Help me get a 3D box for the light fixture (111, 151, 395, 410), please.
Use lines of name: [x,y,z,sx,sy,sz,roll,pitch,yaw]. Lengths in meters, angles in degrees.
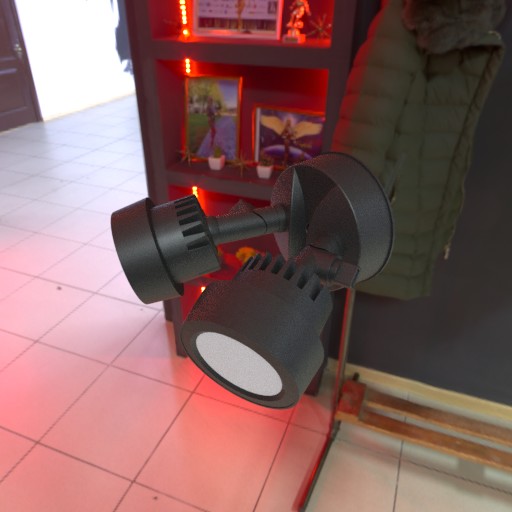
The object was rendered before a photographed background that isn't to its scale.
light fixture: [0.000,0.000,0.319,0.168,0.120,0.213,-20,36,-30]
